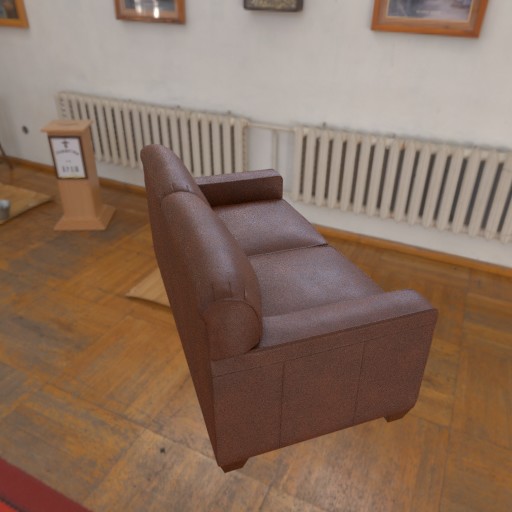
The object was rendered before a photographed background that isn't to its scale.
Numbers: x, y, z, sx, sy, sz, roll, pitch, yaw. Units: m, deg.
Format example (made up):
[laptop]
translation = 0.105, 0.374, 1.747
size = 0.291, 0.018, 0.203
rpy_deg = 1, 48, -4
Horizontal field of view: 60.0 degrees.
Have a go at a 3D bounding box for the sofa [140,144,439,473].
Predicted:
[sofa]
translation = 0.000, 0.000, 2.465
size = 1.000, 0.966, 1.856
rpy_deg = -10, 31, -16
